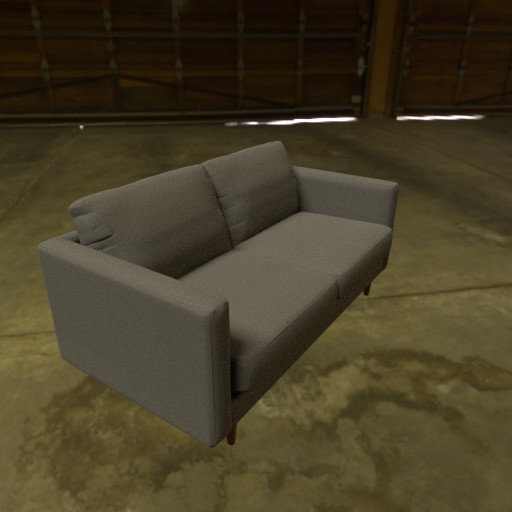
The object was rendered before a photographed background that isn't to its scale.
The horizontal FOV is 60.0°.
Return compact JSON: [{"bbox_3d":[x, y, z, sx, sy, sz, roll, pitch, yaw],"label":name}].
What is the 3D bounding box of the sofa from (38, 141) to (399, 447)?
[{"bbox_3d":[0.000,0.000,2.222,0.940,0.866,1.713,16,30,31],"label":"sofa"}]
